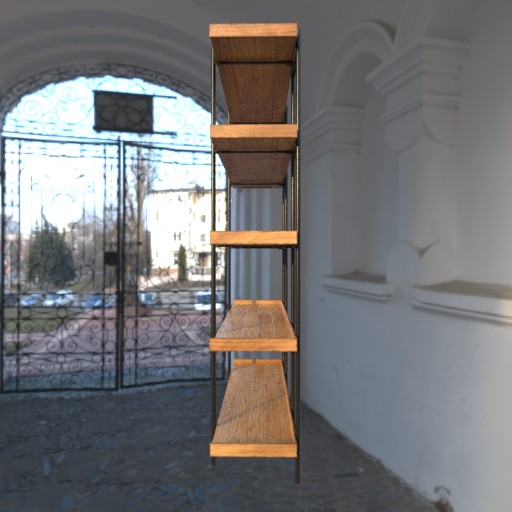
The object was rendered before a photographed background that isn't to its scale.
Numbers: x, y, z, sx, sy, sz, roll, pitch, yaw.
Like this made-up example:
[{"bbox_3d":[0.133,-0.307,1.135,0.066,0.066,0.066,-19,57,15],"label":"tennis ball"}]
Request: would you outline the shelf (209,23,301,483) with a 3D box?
[{"bbox_3d":[0.000,0.000,2.398,0.379,1.826,1.371,0,1,1],"label":"shelf"}]
